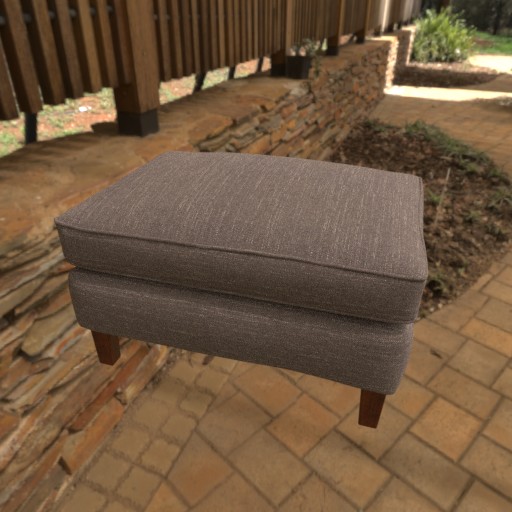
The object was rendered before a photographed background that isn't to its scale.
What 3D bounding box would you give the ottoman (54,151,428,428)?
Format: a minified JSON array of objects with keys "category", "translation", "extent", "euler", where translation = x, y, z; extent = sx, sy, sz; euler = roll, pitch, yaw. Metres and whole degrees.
[{"category":"ottoman","translation":[0.000,0.000,0.999],"extent":[0.686,0.406,0.508],"euler":[9,31,15]}]
